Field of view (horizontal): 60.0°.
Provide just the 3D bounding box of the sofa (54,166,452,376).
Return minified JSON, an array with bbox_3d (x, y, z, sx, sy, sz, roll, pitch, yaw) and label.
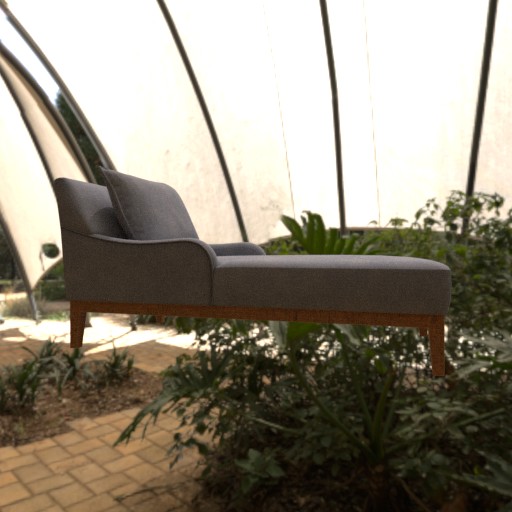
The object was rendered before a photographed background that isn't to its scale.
[{"bbox_3d":[0.000,0.000,2.300,1.779,0.883,0.904,0,0,17],"label":"sofa"}]
